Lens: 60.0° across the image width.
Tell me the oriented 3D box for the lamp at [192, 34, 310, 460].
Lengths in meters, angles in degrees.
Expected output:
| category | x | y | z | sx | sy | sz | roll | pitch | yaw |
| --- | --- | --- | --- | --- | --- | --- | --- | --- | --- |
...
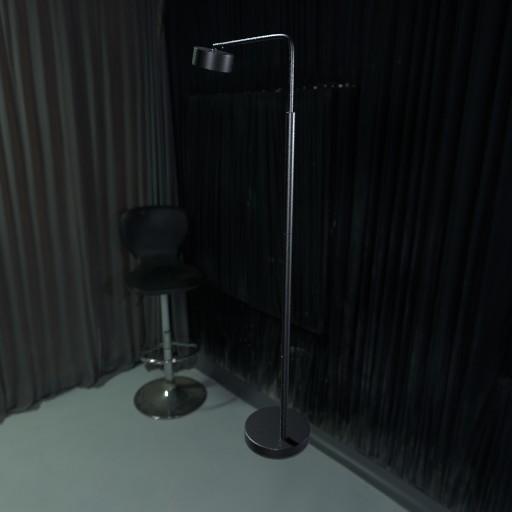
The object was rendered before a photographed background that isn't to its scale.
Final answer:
| category | x | y | z | sx | sy | sz | roll | pitch | yaw |
| --- | --- | --- | --- | --- | --- | --- | --- | --- | --- |
| lamp | 0.000 | 0.000 | 1.384 | 0.418 | 1.230 | 0.219 | 16 | 23 | 42 |
